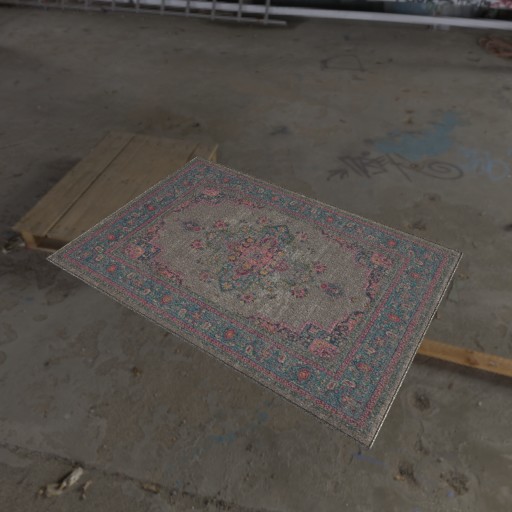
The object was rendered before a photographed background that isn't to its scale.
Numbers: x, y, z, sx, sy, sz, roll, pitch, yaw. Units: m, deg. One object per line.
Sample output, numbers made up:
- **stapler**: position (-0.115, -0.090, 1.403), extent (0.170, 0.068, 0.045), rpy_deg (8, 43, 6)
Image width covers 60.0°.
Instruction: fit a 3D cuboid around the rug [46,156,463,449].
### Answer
- **rug**: position (0.000, 0.000, 3.730), extent (2.890, 0.013, 2.005), rpy_deg (24, 48, 24)
